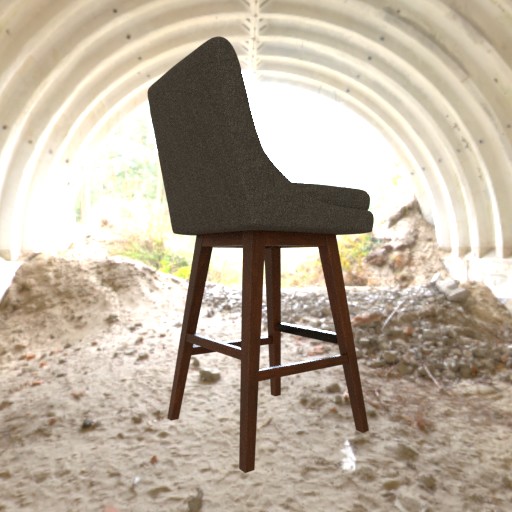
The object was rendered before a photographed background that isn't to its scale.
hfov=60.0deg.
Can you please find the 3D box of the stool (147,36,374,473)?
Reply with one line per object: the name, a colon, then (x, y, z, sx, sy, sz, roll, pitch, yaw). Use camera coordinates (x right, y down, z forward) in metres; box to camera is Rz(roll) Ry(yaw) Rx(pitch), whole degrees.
stool: (0.000, 0.000, 1.383, 0.572, 1.068, 0.489, 0, 0, -36)
